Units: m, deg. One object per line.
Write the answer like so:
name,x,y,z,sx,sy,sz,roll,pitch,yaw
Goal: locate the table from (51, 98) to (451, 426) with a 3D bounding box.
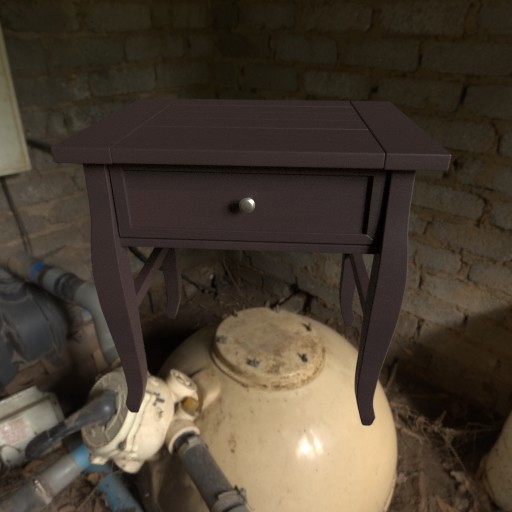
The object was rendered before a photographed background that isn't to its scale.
table,0.000,0.000,1.006,0.602,0.605,0.460,2,28,4
